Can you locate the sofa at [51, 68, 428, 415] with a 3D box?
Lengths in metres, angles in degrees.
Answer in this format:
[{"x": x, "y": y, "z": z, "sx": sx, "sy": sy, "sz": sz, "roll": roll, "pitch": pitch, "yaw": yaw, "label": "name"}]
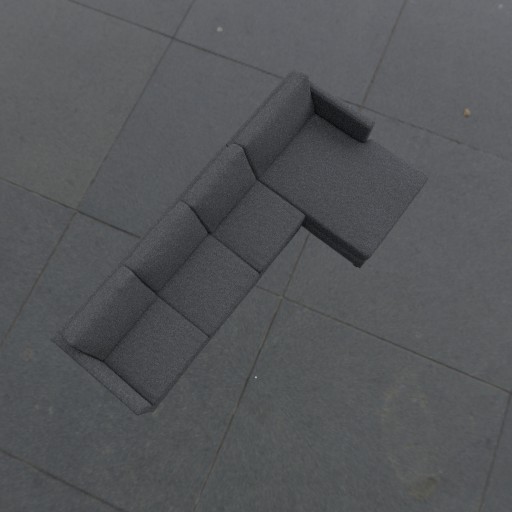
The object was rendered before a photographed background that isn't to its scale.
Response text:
[{"x": 0.000, "y": 0.000, "z": 3.897, "sx": 1.625, "sy": 0.846, "sz": 3.186, "roll": 37, "pitch": 78, "yaw": 9, "label": "sofa"}]
